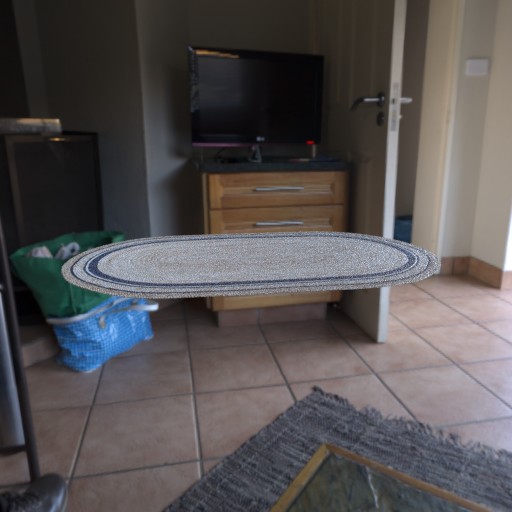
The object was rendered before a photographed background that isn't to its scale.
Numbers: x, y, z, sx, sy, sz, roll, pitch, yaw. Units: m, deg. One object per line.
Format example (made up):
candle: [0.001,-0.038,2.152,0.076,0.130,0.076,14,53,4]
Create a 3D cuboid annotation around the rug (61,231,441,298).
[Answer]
rug: [0.000,0.000,2.974,2.432,0.006,1.520,-2,15,-9]
